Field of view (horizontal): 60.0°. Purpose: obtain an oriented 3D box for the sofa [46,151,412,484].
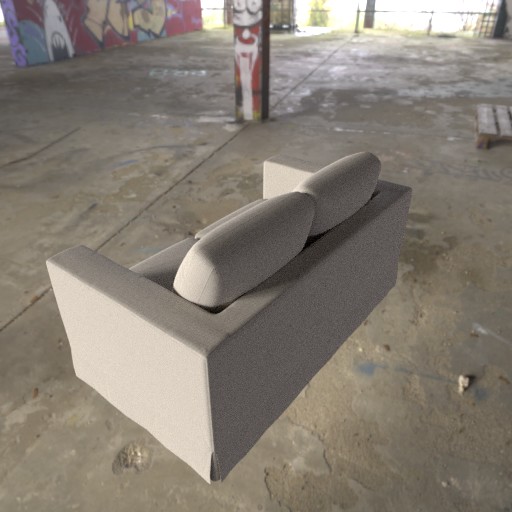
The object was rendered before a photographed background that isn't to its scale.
[{"bbox_3d":[0.000,0.000,2.405,1.009,0.932,1.813,22,38,32],"label":"sofa"}]
